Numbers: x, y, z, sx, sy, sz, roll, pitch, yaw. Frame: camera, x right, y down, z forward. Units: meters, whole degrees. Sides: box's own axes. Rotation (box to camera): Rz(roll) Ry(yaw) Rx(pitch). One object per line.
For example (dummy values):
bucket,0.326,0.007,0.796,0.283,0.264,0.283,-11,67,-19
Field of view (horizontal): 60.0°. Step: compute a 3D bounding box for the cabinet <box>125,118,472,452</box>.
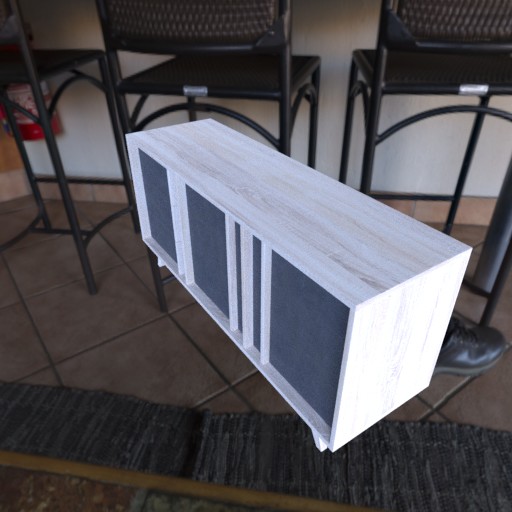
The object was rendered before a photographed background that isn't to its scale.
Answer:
cabinet,0.000,0.000,2.037,0.500,0.780,1.650,-21,39,-28
